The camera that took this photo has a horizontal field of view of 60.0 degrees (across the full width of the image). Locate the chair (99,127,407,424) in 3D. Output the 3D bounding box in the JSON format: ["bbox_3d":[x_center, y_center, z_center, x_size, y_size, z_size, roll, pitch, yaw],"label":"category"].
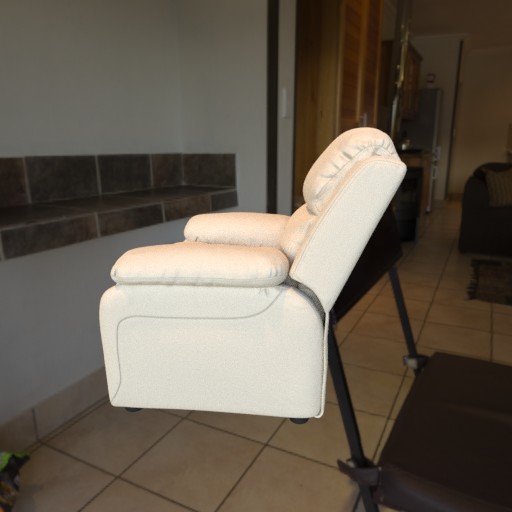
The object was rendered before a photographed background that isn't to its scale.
[{"bbox_3d":[0.000,0.000,1.273,0.709,0.702,0.680,2,14,8],"label":"chair"}]
